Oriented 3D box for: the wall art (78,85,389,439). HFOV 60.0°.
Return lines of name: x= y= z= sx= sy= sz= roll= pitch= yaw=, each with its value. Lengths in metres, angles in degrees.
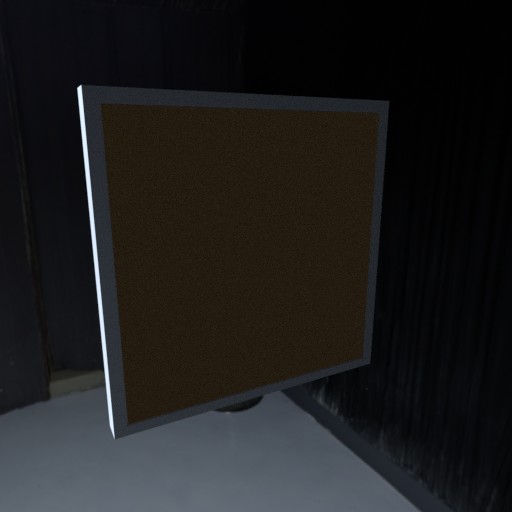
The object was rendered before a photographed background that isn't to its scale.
wall art: x=0.000 y=0.000 z=0.740 sx=0.506 sy=0.506 sz=0.038 roll=-8 pitch=17 yaw=-27
